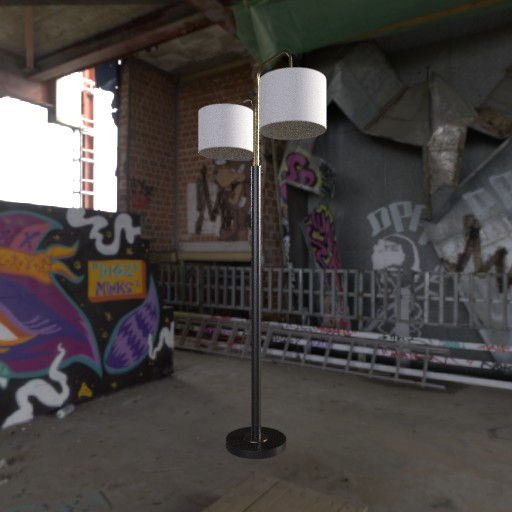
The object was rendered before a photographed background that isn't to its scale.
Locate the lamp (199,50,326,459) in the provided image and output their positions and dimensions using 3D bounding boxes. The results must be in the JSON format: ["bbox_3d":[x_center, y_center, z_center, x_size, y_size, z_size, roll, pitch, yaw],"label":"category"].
[{"bbox_3d":[0.000,0.000,1.860,0.254,1.587,0.711,0,0,-37],"label":"lamp"}]
